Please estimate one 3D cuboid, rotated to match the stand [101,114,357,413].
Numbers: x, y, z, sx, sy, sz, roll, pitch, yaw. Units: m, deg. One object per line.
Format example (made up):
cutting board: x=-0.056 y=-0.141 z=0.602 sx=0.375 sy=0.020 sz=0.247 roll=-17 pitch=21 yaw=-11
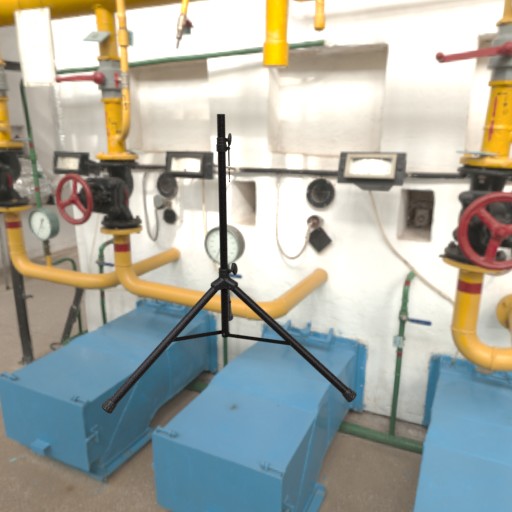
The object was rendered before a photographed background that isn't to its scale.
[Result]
stand: x=0.000 y=0.000 z=1.852 sx=0.907 sy=1.136 sz=1.045 roll=8 pitch=17 yaw=26
